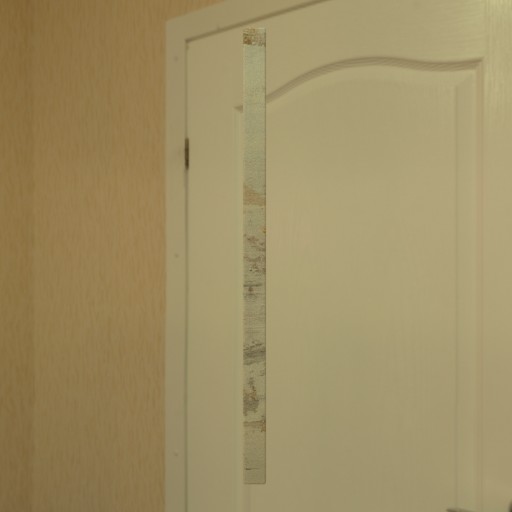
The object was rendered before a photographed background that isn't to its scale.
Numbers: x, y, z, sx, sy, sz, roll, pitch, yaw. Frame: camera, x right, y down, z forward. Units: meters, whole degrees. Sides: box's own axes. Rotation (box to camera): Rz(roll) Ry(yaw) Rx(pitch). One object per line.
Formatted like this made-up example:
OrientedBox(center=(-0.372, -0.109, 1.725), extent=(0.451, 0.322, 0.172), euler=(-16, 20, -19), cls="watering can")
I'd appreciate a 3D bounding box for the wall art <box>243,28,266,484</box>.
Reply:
OrientedBox(center=(0.000, 0.000, 1.109), extent=(0.038, 0.755, 0.753), euler=(0, 0, 0), cls="wall art")
